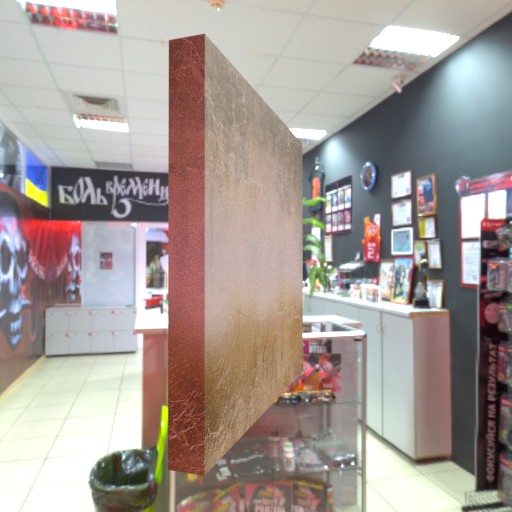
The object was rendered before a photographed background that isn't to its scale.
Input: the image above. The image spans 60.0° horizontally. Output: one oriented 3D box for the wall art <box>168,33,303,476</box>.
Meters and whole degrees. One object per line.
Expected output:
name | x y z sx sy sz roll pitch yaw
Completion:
wall art | 0.000 0.000 0.605 0.038 0.407 0.405 0 -1 19
